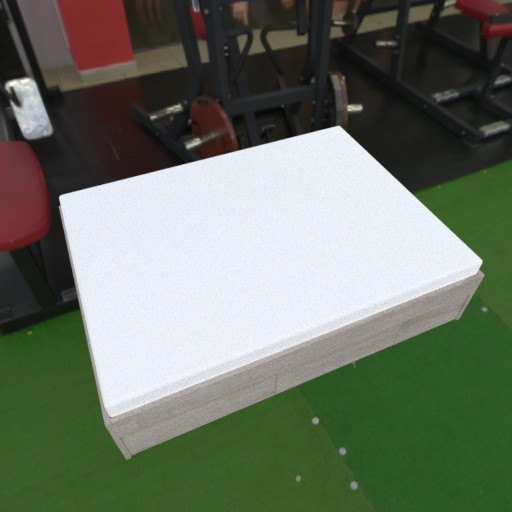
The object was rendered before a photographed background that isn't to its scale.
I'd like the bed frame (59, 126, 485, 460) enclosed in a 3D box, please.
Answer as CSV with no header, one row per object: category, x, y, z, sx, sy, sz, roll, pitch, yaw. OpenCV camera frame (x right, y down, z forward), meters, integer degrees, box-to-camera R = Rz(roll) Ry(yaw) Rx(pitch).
bed frame,0.000,0.000,2.581,1.944,0.490,1.448,-18,50,-16
